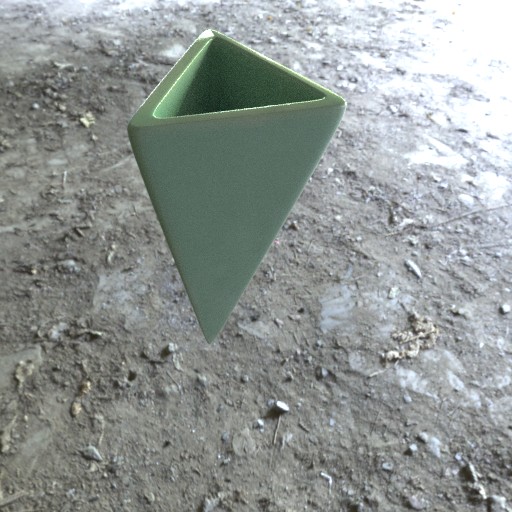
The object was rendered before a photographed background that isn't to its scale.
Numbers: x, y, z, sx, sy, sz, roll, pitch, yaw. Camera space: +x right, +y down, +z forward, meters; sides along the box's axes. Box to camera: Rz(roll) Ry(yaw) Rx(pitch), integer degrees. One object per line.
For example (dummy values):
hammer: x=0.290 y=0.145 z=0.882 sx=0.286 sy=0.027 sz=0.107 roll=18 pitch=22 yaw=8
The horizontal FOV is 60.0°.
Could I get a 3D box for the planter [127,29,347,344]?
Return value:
planter: x=0.000 y=0.000 z=0.217 sx=0.064 sy=0.178 sz=0.080 roll=10 pitch=47 yaw=9
